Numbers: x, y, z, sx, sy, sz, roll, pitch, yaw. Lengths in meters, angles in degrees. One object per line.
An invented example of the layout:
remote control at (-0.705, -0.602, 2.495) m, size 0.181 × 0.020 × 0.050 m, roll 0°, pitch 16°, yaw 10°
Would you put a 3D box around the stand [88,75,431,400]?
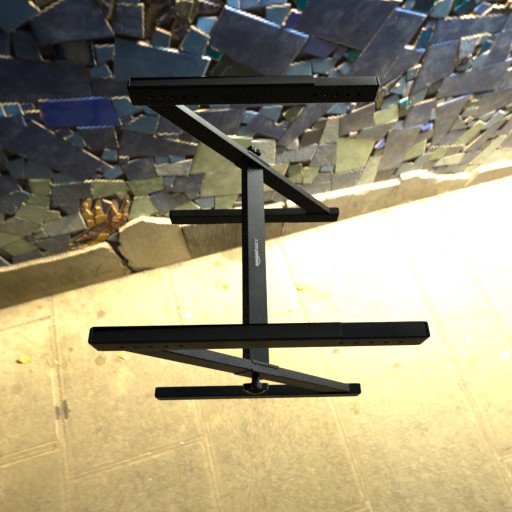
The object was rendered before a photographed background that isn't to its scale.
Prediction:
stand at (0.000, 0.000, 1.160) m, size 0.586 × 0.617 × 0.700 m, roll -1°, pitch 63°, yaw -1°
